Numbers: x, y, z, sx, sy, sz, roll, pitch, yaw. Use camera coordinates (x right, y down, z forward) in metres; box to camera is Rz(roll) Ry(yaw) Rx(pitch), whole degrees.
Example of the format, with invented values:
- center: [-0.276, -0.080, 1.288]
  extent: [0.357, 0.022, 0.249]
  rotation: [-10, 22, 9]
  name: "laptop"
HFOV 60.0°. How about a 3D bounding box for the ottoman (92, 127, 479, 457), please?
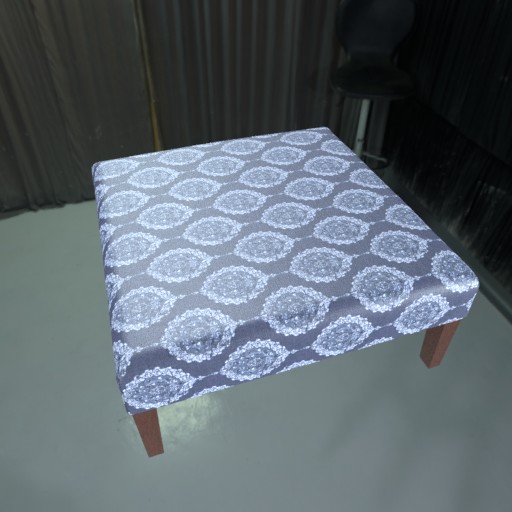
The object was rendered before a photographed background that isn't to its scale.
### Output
- center: [0.000, 0.000, 1.401]
  extent: [0.890, 0.409, 0.889]
  rotation: [-13, 43, -14]
  name: "ottoman"
